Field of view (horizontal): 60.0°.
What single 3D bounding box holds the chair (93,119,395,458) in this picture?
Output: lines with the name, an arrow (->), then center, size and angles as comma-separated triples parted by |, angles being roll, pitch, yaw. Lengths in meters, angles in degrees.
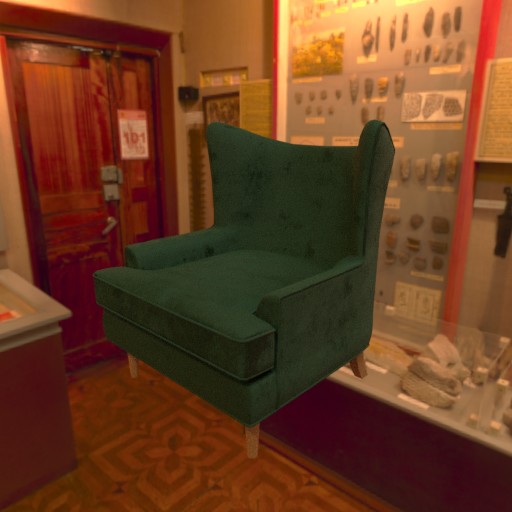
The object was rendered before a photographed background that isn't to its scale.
chair -> 0.000, 0.000, 1.626 | 0.793, 0.952, 0.910 | 15, 21, 41
